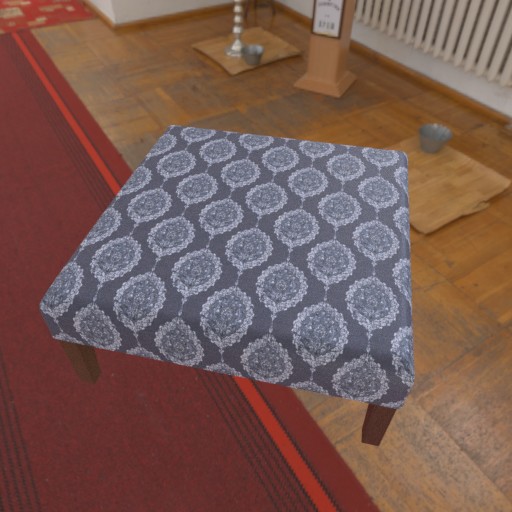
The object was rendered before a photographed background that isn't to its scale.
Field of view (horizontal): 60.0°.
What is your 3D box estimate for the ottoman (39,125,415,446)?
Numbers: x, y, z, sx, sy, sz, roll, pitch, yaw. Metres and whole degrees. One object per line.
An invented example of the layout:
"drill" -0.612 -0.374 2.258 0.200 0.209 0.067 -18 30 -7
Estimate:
"ottoman" 0.000 0.000 1.407 0.889 0.409 0.890 9 45 9
